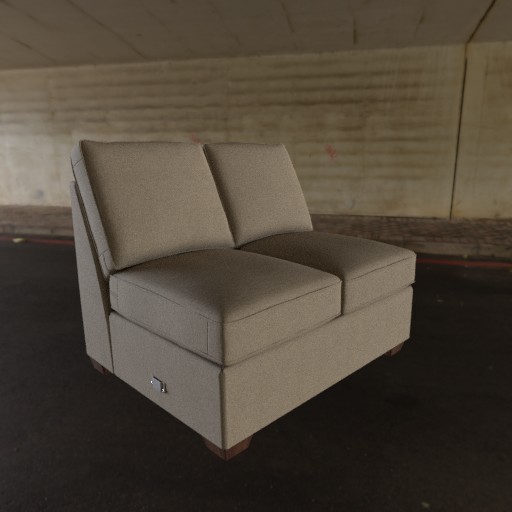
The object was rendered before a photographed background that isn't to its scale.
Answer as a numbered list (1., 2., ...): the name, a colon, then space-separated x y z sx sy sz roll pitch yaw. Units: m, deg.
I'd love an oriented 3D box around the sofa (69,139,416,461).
1. sofa: 0.000 0.000 1.988 1.232 1.006 0.978 -13 19 -43
